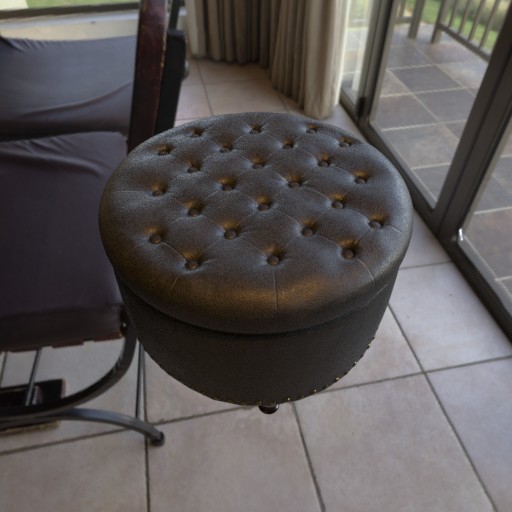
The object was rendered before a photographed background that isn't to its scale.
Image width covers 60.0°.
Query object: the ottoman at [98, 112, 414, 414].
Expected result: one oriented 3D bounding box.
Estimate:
[{"bbox_3d":[0.000,0.000,1.052,0.637,0.442,0.637,0,46,0],"label":"ottoman"}]
